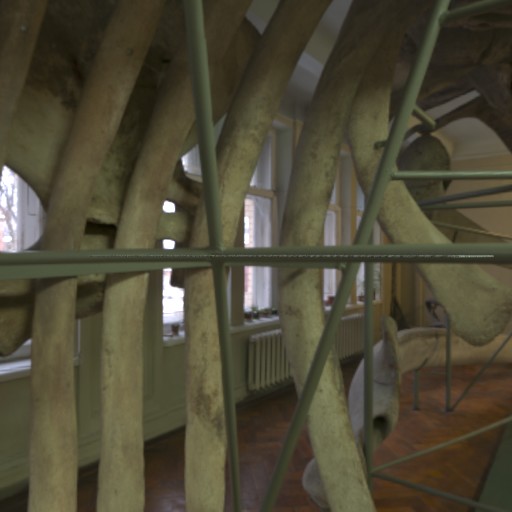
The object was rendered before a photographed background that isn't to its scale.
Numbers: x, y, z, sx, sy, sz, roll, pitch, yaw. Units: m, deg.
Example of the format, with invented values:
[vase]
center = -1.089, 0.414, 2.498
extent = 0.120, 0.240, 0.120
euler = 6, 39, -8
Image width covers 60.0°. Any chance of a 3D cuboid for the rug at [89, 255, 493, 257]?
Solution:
[rug]
center = 0.000, 0.000, 2.495
extent = 2.286, 0.008, 0.686
euler = 0, 0, 38
